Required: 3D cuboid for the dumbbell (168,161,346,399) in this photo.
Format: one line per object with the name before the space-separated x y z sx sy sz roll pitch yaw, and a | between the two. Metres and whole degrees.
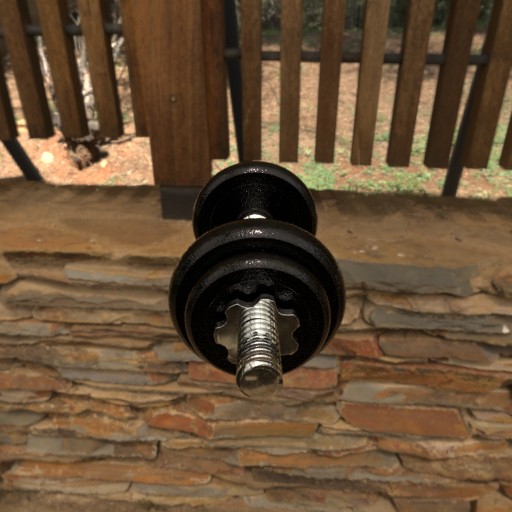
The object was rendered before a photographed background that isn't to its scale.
dumbbell | 0.000 0.000 0.610 0.202 0.202 0.497 0 27 -1
